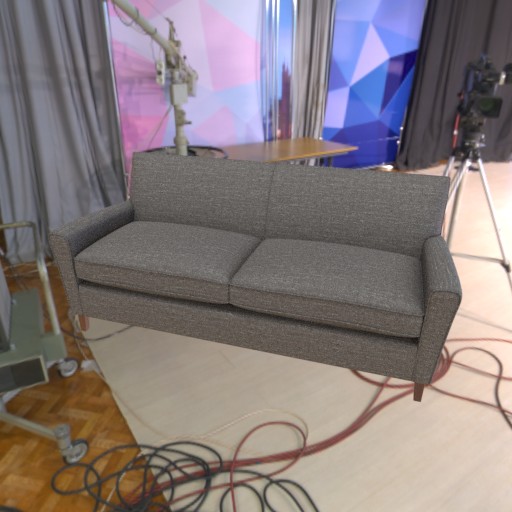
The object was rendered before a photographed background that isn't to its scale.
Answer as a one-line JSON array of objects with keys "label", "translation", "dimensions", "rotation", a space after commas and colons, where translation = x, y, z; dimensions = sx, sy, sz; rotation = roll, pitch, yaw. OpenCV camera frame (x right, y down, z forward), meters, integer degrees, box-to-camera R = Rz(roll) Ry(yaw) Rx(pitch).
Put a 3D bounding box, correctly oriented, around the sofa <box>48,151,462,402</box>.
[{"label": "sofa", "translation": [0.000, 0.000, 2.439], "dimensions": [1.976, 0.846, 0.875], "rotation": [8, 27, 16]}]
